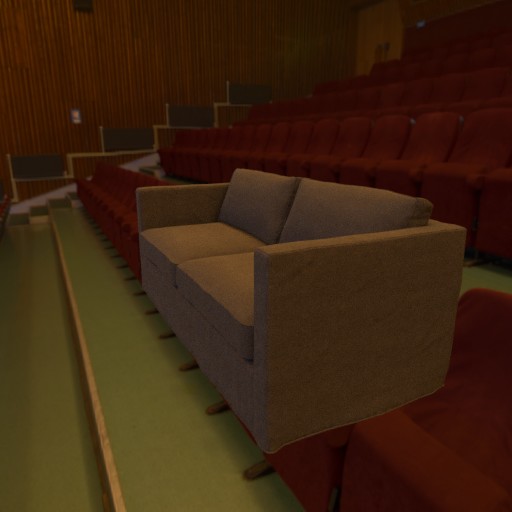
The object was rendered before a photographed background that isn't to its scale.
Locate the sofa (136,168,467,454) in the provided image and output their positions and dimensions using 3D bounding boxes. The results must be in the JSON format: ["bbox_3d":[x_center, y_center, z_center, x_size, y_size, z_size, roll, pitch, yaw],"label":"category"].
[{"bbox_3d":[0.000,0.000,2.484,0.953,0.855,1.982,-8,17,-26],"label":"sofa"}]
